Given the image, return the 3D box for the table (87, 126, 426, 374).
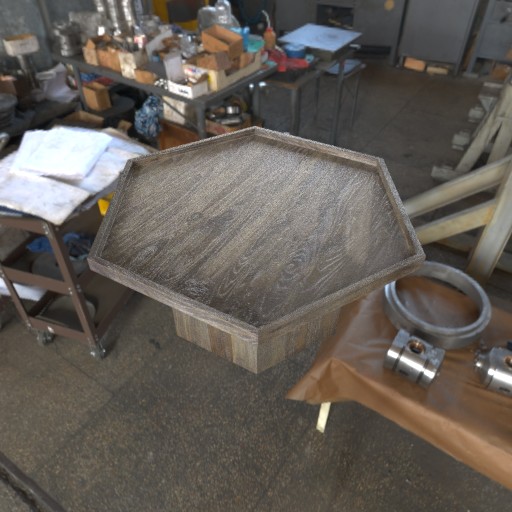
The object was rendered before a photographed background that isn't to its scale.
[{"bbox_3d":[0.000,0.000,1.632,0.966,0.488,1.115,0,42,0],"label":"table"}]
